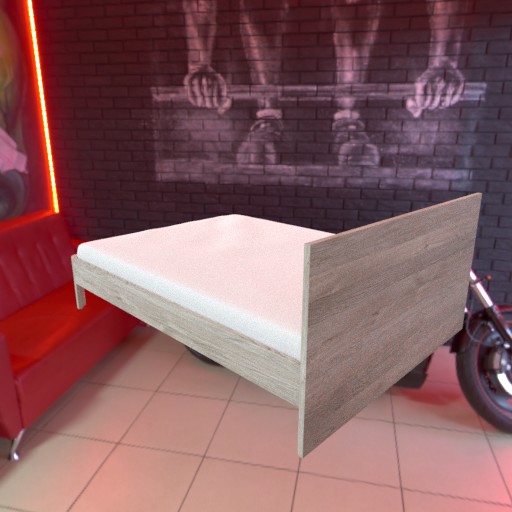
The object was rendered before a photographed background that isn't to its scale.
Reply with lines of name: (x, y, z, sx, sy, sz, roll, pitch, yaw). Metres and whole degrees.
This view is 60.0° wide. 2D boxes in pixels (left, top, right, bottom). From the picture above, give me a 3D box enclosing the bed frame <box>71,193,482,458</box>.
bed frame: (0.000, 0.000, 2.651, 1.950, 0.800, 1.490, 16, 23, 42)
